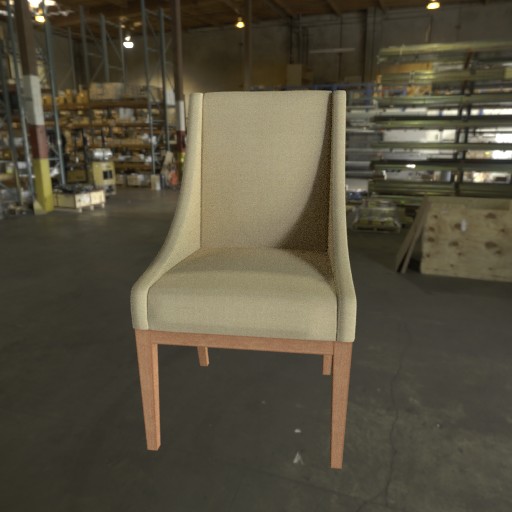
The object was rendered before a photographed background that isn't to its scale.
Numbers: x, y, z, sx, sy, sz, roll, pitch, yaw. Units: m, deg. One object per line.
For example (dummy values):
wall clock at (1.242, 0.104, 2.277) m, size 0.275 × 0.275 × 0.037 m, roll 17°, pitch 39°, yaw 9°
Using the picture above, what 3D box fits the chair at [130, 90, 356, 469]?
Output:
chair at (0.000, 0.000, 1.382) m, size 0.575 × 1.021 × 0.611 m, roll 2°, pitch 15°, yaw 8°
